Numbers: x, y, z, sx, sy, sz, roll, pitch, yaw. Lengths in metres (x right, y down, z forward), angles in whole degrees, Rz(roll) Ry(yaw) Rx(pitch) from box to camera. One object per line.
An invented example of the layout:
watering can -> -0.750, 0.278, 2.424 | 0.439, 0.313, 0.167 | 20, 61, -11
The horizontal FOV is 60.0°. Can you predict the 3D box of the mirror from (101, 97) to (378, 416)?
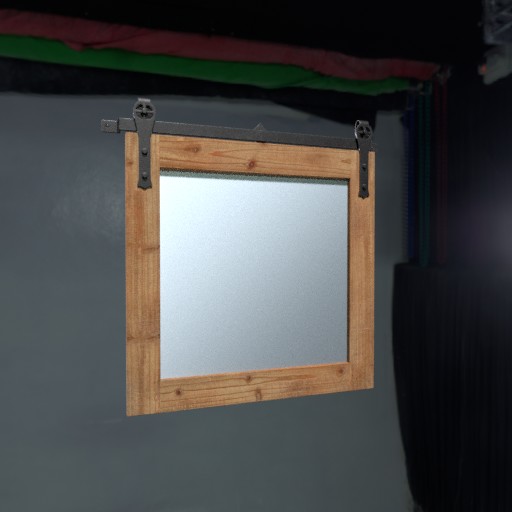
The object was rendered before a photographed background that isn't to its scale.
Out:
mirror -> 0.000, 0.000, 1.225 | 0.805, 0.800, 0.054 | 0, 1, -19
